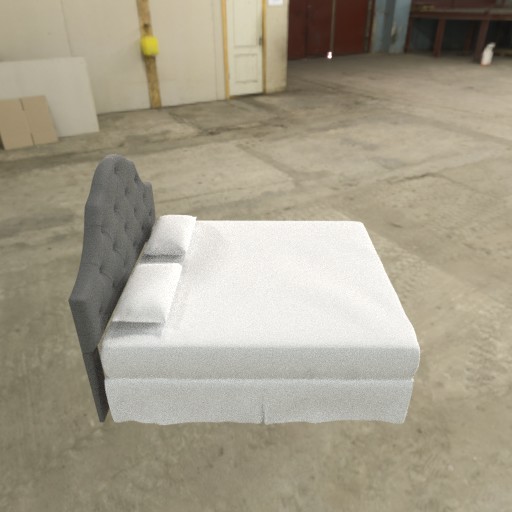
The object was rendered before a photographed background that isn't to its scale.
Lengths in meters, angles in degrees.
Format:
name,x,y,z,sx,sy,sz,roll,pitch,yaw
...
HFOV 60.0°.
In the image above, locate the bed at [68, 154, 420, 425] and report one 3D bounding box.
name,x,y,z,sx,sy,sz,roll,pitch,yaw
bed,0.000,0.000,3.584,2.214,1.615,2.008,0,30,0
